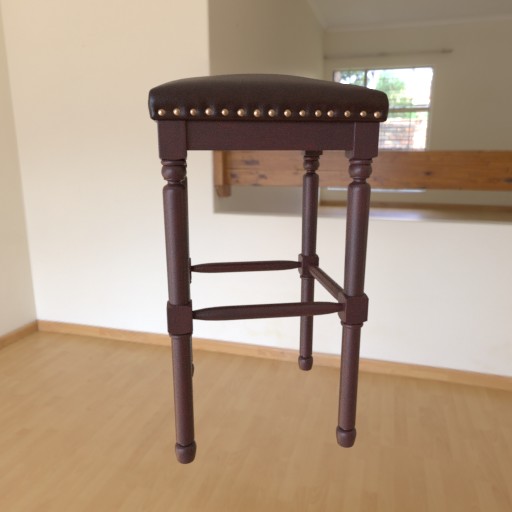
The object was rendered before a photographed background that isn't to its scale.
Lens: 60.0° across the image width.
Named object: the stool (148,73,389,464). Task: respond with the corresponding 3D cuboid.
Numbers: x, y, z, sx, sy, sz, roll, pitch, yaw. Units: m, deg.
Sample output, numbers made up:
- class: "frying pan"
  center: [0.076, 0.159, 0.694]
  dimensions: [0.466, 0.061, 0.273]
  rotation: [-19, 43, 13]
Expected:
- class: "stool"
  center: [0.000, 0.000, 0.932]
  dimensions: [0.382, 0.702, 0.383]
  rotation: [-2, 14, -8]
